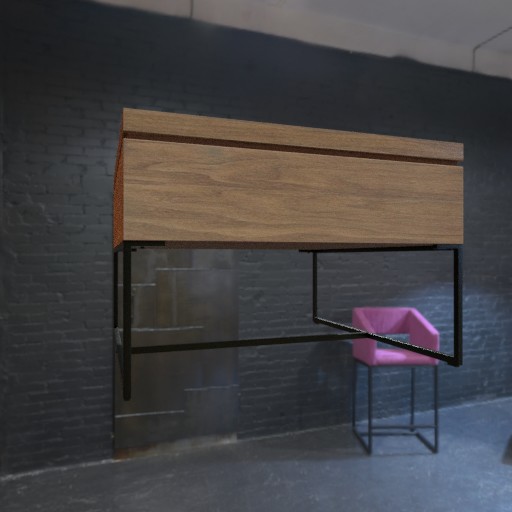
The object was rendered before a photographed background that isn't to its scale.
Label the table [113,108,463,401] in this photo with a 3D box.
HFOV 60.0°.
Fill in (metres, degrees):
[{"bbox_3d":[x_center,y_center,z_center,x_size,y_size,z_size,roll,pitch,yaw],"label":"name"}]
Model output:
[{"bbox_3d":[0.000,0.000,1.127,0.679,0.464,0.676,0,0,-19],"label":"table"}]
